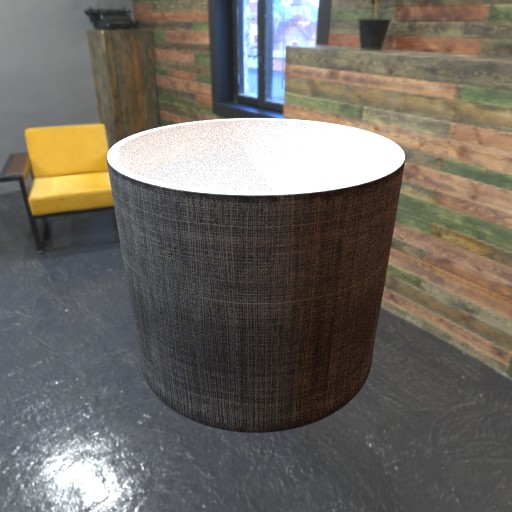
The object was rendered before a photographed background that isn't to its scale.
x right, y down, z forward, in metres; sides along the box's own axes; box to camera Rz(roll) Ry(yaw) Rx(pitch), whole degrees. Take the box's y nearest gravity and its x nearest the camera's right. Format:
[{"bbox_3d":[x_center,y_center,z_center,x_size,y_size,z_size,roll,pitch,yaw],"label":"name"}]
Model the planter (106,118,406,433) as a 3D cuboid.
[{"bbox_3d":[0.000,0.000,0.444,0.254,0.221,0.254,0,28,0],"label":"planter"}]
